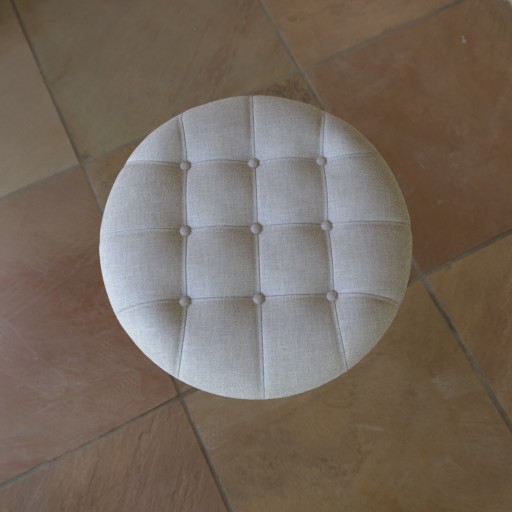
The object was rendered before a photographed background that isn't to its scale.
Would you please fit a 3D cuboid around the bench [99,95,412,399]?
[{"bbox_3d":[0.000,0.000,1.002,0.600,0.453,0.600,0,76,0],"label":"bench"}]
